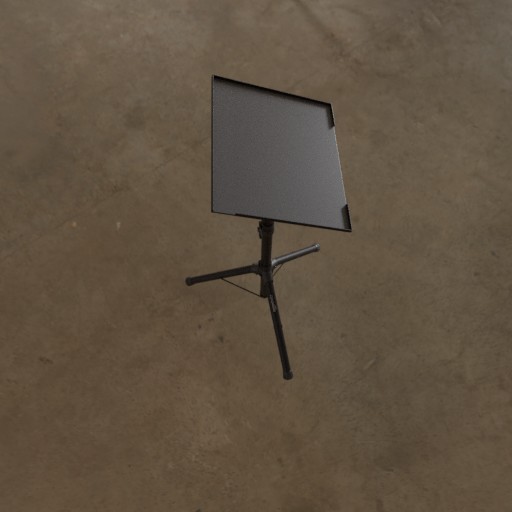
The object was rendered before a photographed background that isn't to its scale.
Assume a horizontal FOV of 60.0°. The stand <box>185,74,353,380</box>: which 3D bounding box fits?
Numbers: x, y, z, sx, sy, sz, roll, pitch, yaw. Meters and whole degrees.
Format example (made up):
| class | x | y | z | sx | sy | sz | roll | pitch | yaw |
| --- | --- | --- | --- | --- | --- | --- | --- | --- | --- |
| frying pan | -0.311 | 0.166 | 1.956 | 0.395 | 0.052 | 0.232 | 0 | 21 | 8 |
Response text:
| class | x | y | z | sx | sy | sz | roll | pitch | yaw |
| --- | --- | --- | --- | --- | --- | --- | --- | --- | --- |
| stand | 0.000 | 0.000 | 1.668 | 0.702 | 1.198 | 0.702 | -2 | 63 | -1 |
